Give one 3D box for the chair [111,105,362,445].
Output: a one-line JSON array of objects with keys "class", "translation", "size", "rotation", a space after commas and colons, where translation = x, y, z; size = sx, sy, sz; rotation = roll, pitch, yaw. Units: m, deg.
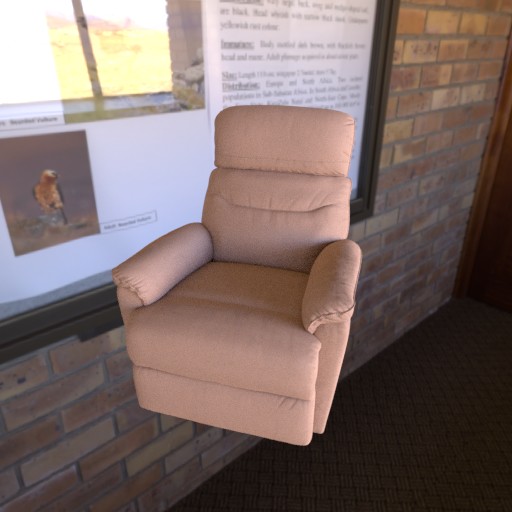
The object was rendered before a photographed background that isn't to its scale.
[{"class": "chair", "translation": [0.000, 0.000, 1.752], "size": [0.820, 1.037, 1.004], "rotation": [7, 27, 15]}]
